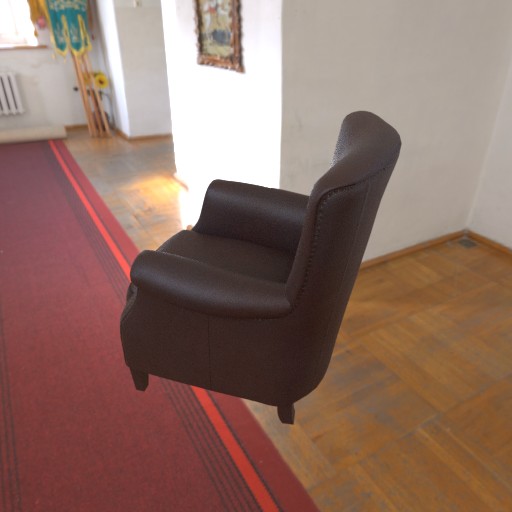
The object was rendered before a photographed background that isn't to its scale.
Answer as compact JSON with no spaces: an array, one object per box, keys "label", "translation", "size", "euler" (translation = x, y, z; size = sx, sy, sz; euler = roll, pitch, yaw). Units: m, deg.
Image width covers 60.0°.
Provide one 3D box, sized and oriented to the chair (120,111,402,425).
[{"label":"chair","translation":[0.000,0.000,1.370],"size":[0.746,0.800,0.700],"euler":[8,31,13]}]
